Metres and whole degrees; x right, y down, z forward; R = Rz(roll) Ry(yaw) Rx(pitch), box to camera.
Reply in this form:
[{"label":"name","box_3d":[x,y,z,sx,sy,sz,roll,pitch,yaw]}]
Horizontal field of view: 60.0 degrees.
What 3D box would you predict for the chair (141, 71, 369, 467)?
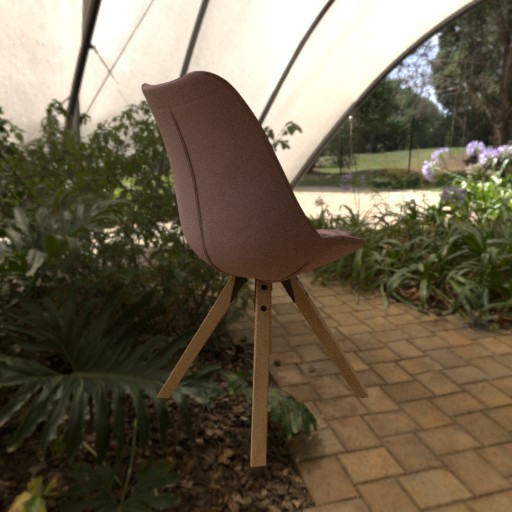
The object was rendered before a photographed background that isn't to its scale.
[{"label":"chair","box_3d":[0.000,0.000,1.193,0.550,0.850,0.485,-12,17,-42]}]
